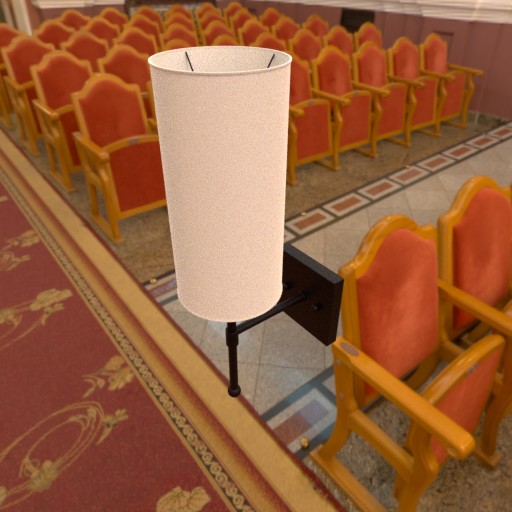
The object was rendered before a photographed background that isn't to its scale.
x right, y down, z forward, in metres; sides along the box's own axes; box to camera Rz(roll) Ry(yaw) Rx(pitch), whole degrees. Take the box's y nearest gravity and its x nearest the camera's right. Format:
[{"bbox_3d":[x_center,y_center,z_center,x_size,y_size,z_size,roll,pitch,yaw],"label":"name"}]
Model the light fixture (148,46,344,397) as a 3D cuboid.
[{"bbox_3d":[0.000,0.000,0.547,0.208,0.462,0.128,-23,40,-30],"label":"light fixture"}]
